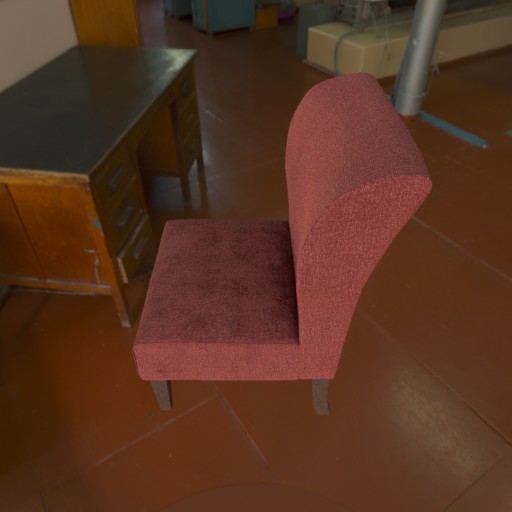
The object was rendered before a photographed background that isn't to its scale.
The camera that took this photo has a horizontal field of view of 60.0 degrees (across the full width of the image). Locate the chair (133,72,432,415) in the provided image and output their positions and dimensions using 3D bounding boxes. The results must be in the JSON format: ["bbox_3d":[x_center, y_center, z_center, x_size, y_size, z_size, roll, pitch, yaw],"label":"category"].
[{"bbox_3d":[0.000,0.000,1.243,0.640,0.846,0.538,0,41,1],"label":"chair"}]
